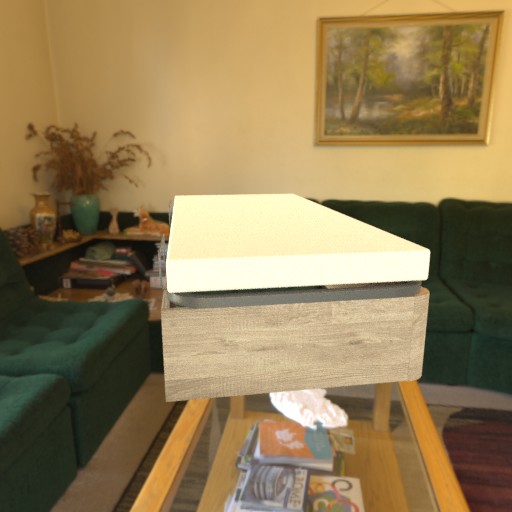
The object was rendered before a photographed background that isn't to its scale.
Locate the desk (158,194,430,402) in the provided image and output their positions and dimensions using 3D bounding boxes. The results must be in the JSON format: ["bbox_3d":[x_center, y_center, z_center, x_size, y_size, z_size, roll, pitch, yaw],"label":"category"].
[{"bbox_3d":[0.000,0.000,2.314,0.900,0.455,1.900,-2,14,-9],"label":"desk"}]
